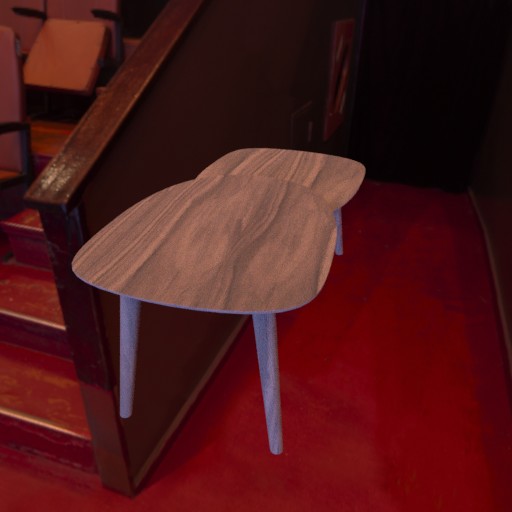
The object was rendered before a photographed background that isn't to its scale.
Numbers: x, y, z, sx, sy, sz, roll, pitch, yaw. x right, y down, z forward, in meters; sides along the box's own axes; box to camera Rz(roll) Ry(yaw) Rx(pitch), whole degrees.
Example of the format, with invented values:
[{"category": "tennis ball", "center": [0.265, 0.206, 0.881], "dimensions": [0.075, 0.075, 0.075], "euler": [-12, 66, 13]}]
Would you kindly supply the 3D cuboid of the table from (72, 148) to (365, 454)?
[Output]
[{"category": "table", "center": [0.000, 0.000, 1.320], "dimensions": [0.527, 0.429, 1.084], "euler": [10, 32, 16]}]
